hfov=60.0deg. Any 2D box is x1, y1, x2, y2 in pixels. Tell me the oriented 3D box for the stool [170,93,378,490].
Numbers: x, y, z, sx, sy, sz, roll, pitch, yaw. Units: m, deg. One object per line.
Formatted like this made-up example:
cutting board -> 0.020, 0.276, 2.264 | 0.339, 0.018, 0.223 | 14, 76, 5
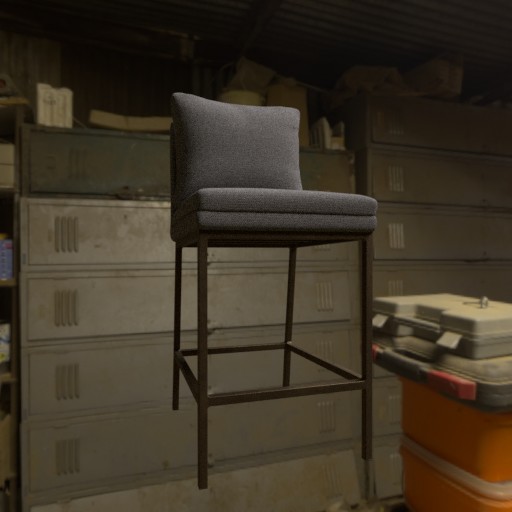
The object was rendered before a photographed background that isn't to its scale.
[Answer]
stool -> 0.000, 0.000, 1.303 | 0.463, 1.031, 0.569 | 0, 1, -18
